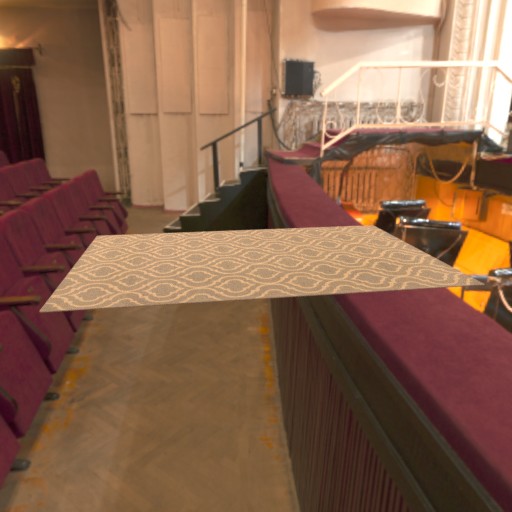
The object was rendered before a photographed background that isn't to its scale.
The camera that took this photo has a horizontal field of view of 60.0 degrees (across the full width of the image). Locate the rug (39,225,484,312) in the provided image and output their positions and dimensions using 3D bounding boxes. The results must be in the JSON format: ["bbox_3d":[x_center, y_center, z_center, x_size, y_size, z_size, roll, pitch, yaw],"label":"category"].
[{"bbox_3d":[0.000,0.000,2.252,1.749,0.015,1.141,-3,17,-9],"label":"rug"}]
